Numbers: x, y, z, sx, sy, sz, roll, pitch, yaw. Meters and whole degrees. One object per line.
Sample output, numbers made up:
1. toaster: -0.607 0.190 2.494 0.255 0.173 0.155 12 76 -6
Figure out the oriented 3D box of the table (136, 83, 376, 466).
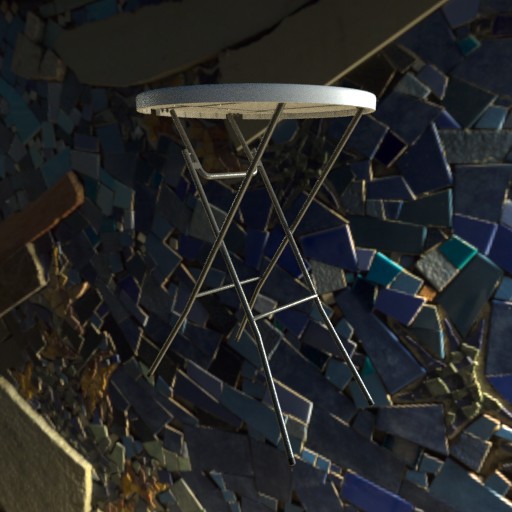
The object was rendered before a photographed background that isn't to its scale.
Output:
1. table: 0.000 0.000 1.645 0.792 1.105 0.795 -14 20 -43
